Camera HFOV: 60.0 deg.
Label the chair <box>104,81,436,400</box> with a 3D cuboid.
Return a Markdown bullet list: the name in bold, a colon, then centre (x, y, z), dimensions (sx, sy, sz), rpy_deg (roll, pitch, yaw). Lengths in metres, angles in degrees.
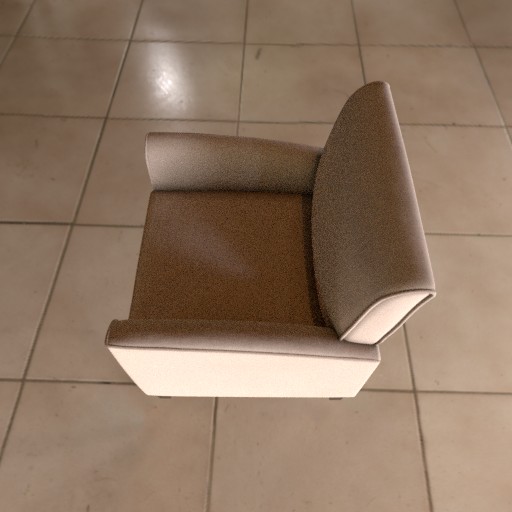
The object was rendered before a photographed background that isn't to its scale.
- **chair**: centre (0.000, 0.000, 1.539), dimensions (0.820, 0.915, 0.820), rpy_deg (0, 58, 0)
